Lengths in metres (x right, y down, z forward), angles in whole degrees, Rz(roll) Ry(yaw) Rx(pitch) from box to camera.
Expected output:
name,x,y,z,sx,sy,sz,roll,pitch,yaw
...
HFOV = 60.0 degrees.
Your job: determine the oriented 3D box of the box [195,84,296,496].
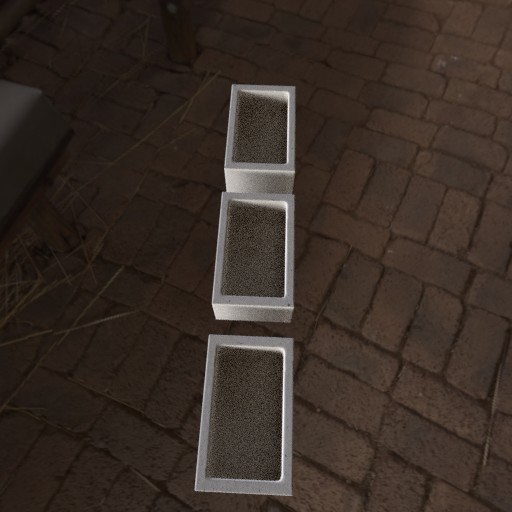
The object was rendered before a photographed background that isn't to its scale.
name,x,y,z,sx,sy,sz,roll,pitch,yaw
box,0.000,0.000,0.490,0.082,0.051,0.461,2,64,1
